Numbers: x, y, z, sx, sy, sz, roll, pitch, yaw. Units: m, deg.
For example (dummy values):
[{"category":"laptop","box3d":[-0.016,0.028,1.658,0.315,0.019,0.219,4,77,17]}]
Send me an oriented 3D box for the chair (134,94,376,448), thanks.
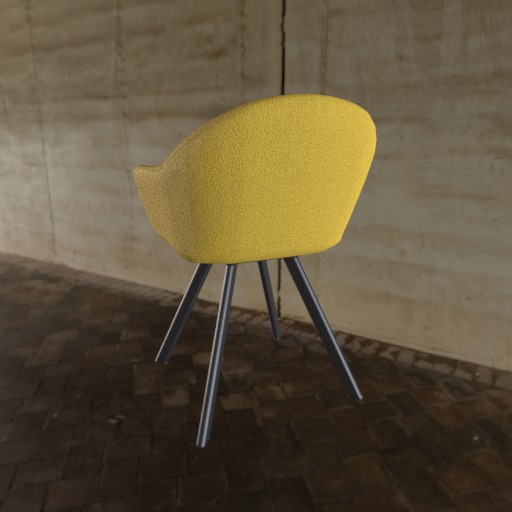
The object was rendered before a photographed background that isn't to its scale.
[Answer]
[{"category":"chair","box3d":[0.000,0.000,1.186,0.545,0.775,0.565,-7,16,-25]}]
